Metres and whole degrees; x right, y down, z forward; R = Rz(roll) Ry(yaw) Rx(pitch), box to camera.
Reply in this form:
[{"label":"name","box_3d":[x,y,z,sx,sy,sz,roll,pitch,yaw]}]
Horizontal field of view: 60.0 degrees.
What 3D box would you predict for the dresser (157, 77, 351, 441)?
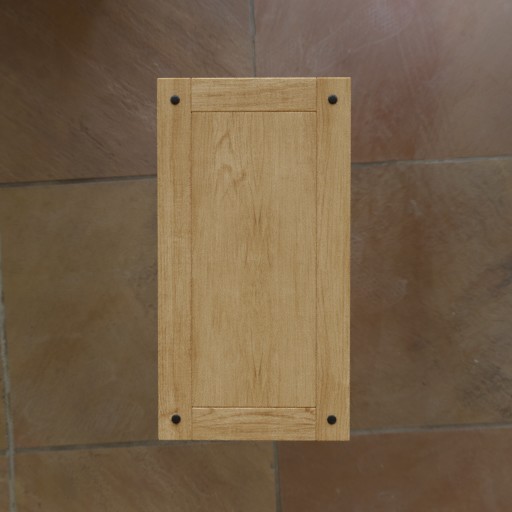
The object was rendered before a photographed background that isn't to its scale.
[{"label":"dresser","box_3d":[0.000,0.000,1.761,0.485,1.300,0.915,0,91,0]}]
